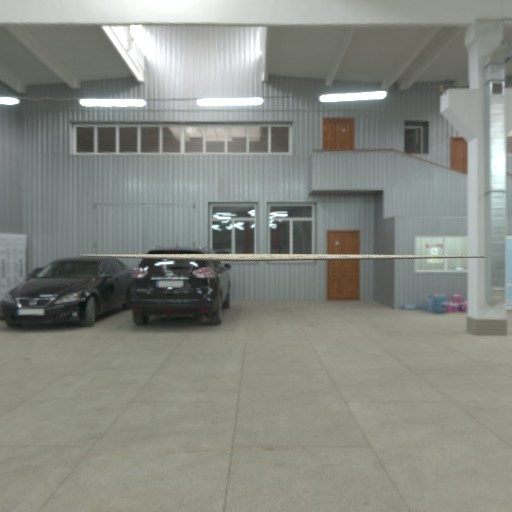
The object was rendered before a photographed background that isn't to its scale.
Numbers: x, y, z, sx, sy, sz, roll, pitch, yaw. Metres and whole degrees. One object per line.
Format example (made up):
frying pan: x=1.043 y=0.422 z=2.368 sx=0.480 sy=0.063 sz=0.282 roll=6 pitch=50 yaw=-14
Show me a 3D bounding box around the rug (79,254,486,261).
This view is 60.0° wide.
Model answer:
rug: x=0.000 y=0.000 z=4.146 sx=2.441 sy=0.016 sz=3.050 roll=0 pitch=1 yaw=-35
